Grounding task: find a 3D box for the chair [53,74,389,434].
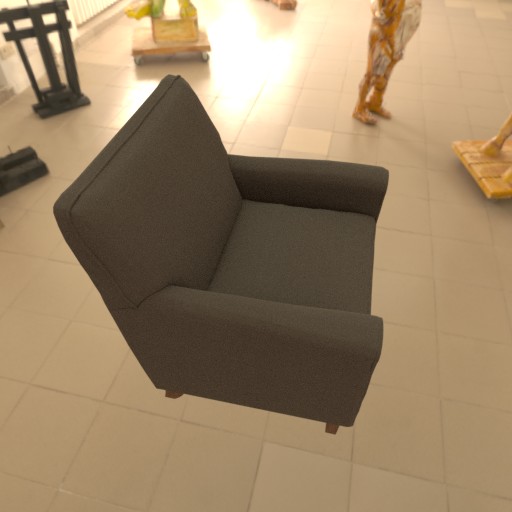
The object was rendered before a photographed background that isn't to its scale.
[{"bbox_3d":[0.000,0.000,1.556,0.831,0.911,0.836,9,46,9],"label":"chair"}]
